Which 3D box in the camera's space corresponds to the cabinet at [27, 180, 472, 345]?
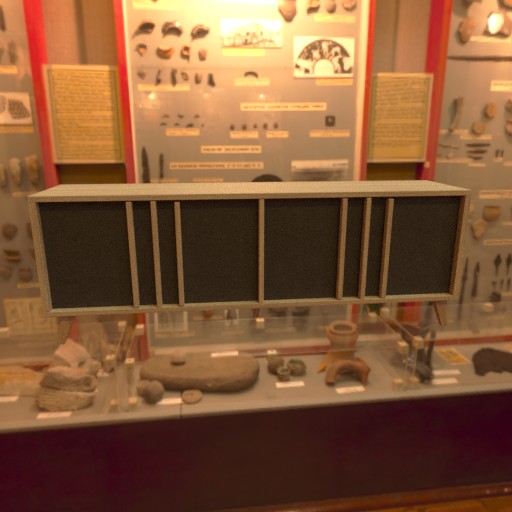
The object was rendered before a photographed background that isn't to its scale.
[{"bbox_3d":[0.000,0.000,2.520,2.198,0.779,0.499,-2,16,-6],"label":"cabinet"}]
